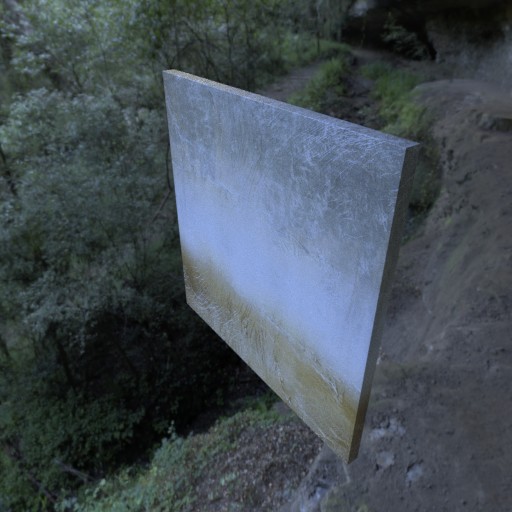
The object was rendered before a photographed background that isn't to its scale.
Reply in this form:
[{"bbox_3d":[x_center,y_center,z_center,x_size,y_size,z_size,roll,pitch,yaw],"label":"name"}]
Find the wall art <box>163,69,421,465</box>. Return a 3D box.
[{"bbox_3d":[0.000,0.000,1.578,0.051,1.091,1.092,-22,38,-30],"label":"wall art"}]
